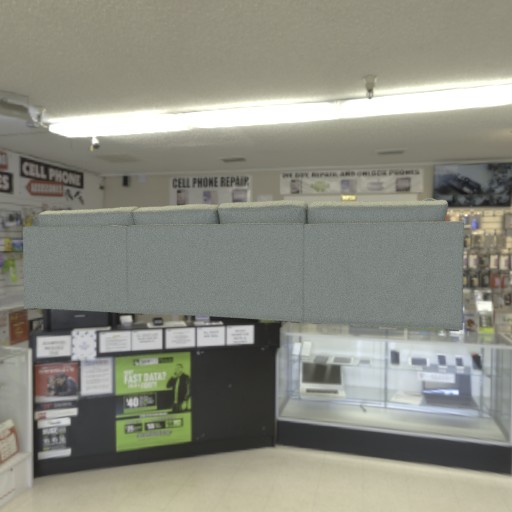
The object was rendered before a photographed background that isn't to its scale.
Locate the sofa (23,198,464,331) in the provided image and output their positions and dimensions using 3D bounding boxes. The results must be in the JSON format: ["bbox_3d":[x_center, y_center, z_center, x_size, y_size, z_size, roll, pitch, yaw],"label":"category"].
[{"bbox_3d":[0.000,0.000,4.415,3.460,0.882,2.427,0,2,17],"label":"sofa"}]
